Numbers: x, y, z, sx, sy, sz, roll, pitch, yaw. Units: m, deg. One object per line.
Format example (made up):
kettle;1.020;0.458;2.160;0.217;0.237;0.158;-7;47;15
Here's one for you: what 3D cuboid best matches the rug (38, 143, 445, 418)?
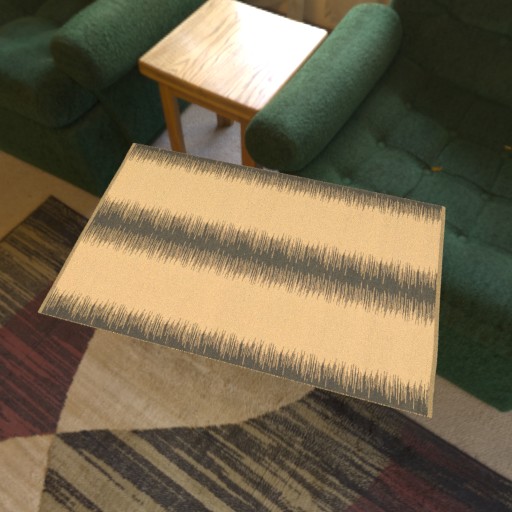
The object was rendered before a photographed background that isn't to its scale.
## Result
rug;0.000;0.000;3.007;2.453;0.003;1.519;13;60;8
